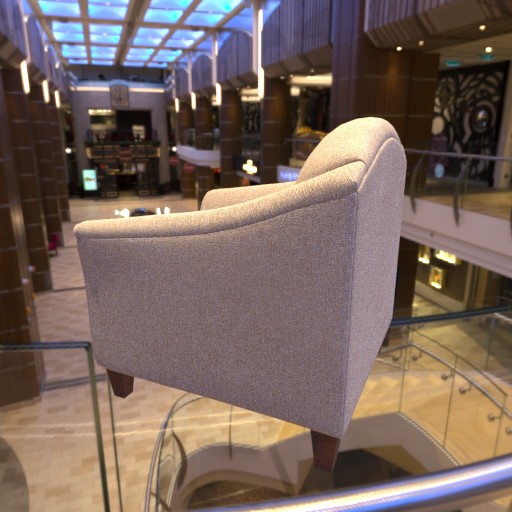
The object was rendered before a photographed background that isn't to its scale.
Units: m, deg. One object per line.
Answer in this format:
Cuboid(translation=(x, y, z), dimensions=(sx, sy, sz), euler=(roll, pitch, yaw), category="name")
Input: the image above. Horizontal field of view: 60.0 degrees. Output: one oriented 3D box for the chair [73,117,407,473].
Cuboid(translation=(0.000, 0.000, 1.412), dimensions=(0.787, 0.839, 0.763), euler=(7, 18, 24), category="chair")
